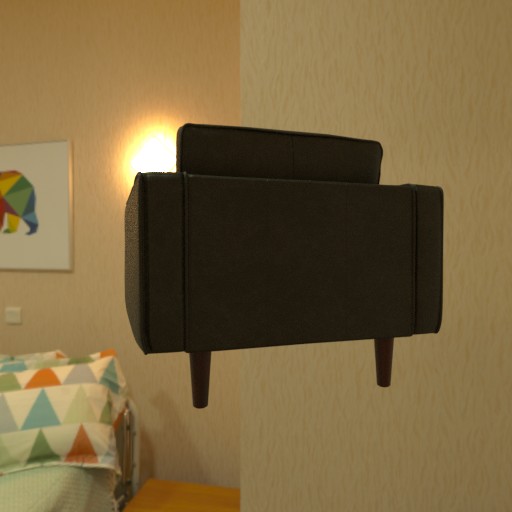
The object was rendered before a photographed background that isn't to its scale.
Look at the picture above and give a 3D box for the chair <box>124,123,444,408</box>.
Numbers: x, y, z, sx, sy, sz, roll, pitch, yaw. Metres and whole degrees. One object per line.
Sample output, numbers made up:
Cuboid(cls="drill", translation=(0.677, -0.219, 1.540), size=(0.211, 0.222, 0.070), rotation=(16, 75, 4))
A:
Cuboid(cls="chair", translation=(0.000, 0.000, 1.584), size=(0.889, 0.763, 0.914), rotation=(0, 1, -18))
